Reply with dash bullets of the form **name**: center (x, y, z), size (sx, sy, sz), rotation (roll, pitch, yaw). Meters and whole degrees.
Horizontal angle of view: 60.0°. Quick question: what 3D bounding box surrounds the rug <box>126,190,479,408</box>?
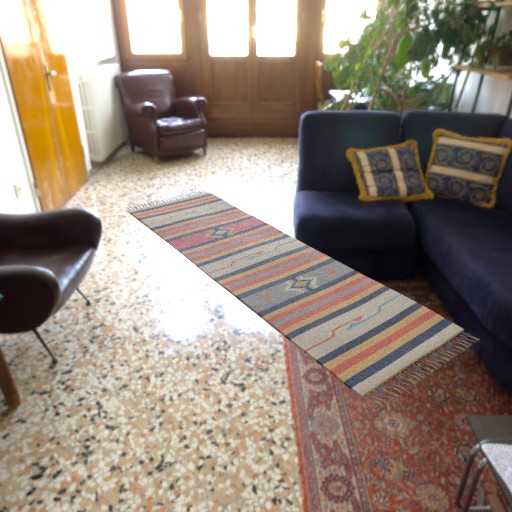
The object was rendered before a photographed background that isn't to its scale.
- **rug**: center (0.000, 0.000, 2.667), size (0.695, 0.017, 2.455), rotation (-19, 33, -32)
